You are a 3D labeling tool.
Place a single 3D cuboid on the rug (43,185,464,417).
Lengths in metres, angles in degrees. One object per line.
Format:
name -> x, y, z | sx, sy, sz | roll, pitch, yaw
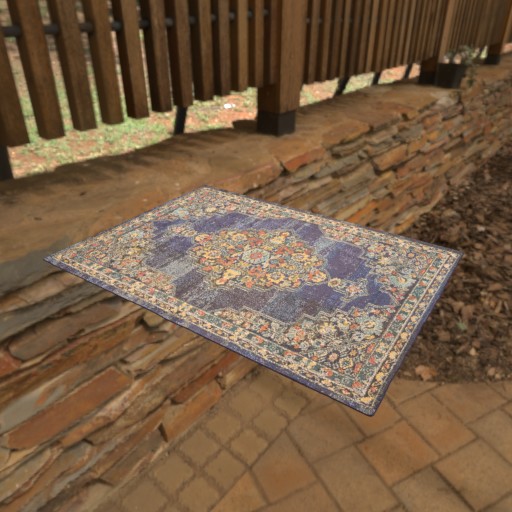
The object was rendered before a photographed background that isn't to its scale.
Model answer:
rug -> 0.000, 0.000, 2.889 | 2.232, 0.009, 1.630 | 19, 35, 29
